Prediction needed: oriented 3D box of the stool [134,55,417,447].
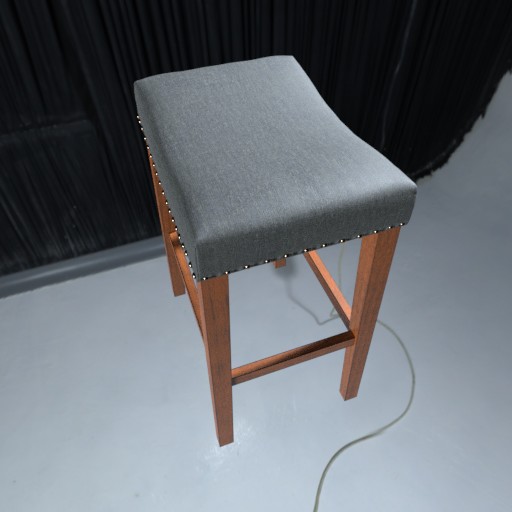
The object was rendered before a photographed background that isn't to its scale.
[{"bbox_3d":[0.000,0.000,0.870,0.320,0.612,0.439,-15,50,-13],"label":"stool"}]
